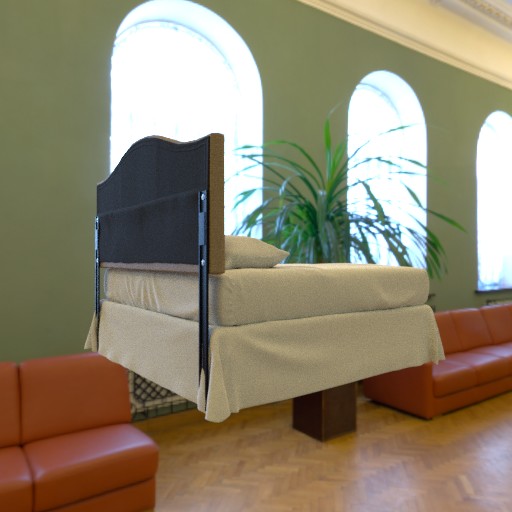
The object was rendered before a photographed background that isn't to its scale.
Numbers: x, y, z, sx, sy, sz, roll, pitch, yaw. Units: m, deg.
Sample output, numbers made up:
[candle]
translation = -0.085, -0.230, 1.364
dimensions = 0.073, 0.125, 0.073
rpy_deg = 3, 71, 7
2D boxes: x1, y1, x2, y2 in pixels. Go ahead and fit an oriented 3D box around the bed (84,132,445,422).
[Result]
[bed]
translation = 0.000, 0.000, 3.720
dimensions = 2.222, 1.651, 2.311
rpy_deg = 0, 0, -36
